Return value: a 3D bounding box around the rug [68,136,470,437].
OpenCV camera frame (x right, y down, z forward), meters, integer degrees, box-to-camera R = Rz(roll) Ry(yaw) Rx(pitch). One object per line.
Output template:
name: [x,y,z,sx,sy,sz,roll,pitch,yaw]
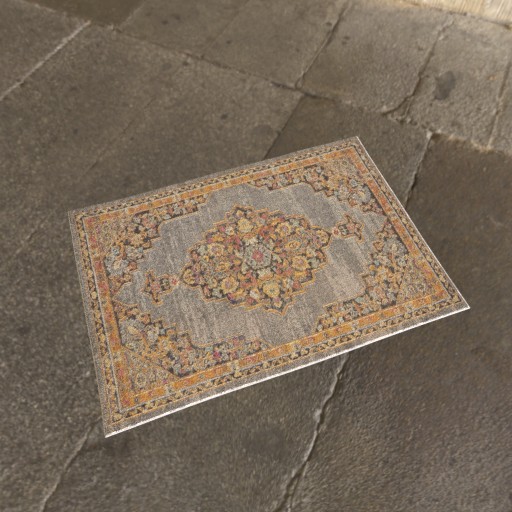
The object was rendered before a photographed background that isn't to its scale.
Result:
rug: [0.000,0.000,3.977,3.063,0.024,2.158,-17,60,-10]
